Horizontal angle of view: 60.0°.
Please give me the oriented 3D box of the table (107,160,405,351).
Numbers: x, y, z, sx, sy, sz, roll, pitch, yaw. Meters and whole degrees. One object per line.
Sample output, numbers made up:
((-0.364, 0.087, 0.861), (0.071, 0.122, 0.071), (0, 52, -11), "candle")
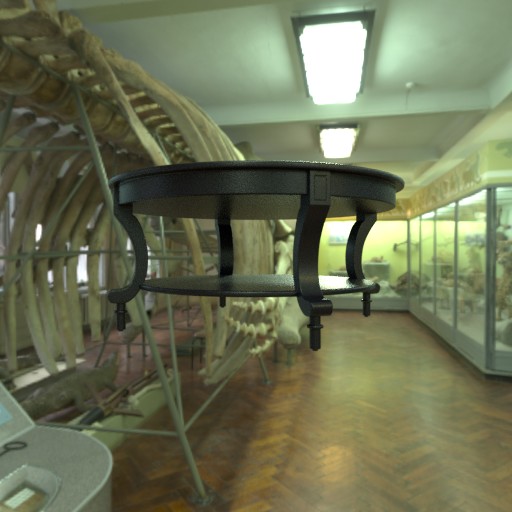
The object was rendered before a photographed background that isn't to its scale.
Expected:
((0.000, 0.000, 1.617), (1.029, 0.491, 1.029), (0, 1, 0), "table")
